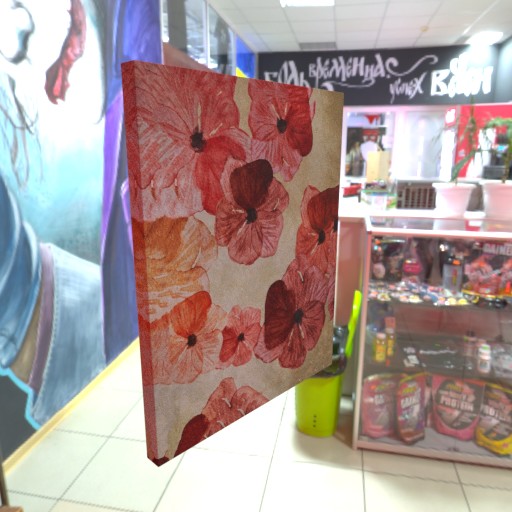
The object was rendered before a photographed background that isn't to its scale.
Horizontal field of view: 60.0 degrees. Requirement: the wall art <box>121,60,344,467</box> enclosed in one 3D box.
[{"bbox_3d":[0.000,0.000,0.685,0.028,0.508,0.406,13,19,42],"label":"wall art"}]
